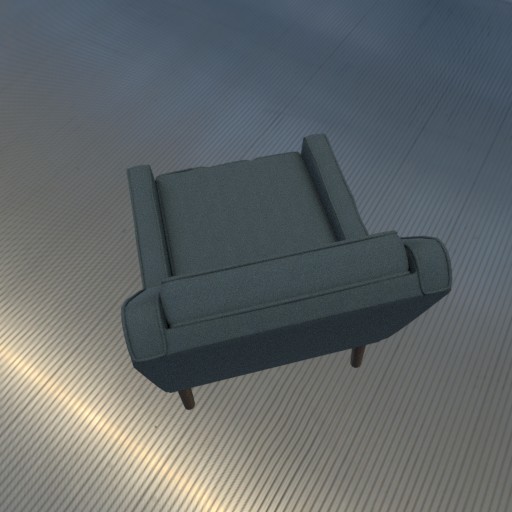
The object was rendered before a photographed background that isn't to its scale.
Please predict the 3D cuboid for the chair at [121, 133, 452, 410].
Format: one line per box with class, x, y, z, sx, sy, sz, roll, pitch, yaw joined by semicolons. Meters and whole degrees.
chair;0.000;0.000;1.309;0.663;0.780;0.733;-12;59;-7
